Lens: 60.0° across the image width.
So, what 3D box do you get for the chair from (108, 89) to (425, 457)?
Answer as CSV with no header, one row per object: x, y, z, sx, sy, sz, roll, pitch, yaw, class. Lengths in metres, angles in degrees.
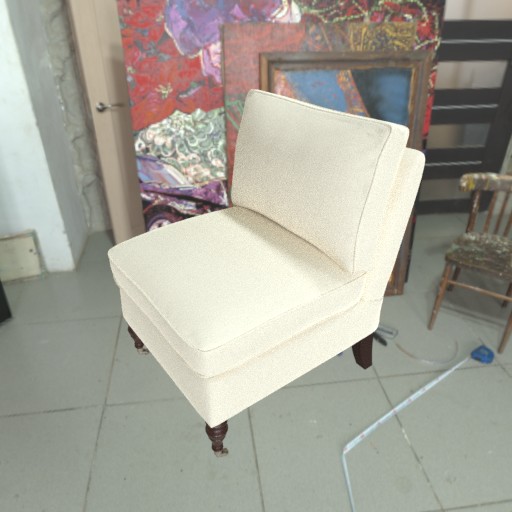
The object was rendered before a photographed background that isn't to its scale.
0.000,0.000,1.416,0.781,0.887,0.630,-21,37,-31,chair
